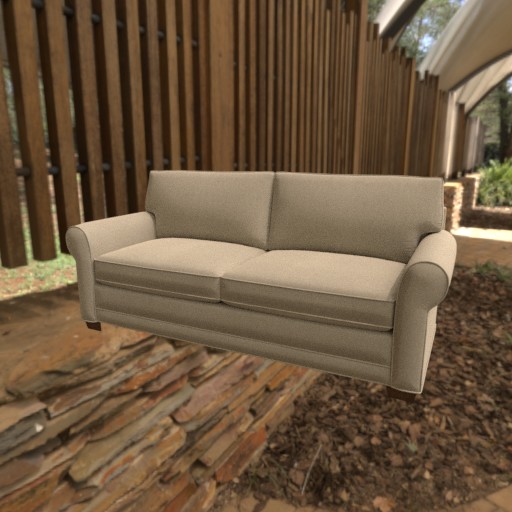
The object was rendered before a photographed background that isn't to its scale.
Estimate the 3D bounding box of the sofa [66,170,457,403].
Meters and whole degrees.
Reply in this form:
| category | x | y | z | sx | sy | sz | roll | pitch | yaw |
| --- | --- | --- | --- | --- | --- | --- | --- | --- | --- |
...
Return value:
| category | x | y | z | sx | sy | sz | roll | pitch | yaw |
| --- | --- | --- | --- | --- | --- | --- | --- | --- | --- |
| sofa | 0.000 | 0.000 | 2.627 | 2.146 | 0.962 | 0.901 | 6 | 15 | 25 |
